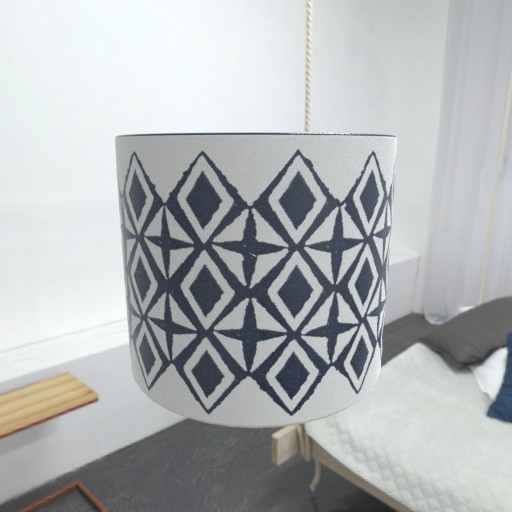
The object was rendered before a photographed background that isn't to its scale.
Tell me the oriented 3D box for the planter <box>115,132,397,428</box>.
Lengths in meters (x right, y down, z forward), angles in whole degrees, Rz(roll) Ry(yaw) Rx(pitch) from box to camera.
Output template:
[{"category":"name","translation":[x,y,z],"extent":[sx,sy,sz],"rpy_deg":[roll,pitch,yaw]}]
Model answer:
[{"category":"planter","translation":[0.000,0.000,0.316],"extent":[0.182,0.165,0.182],"rpy_deg":[0,14,0]}]
